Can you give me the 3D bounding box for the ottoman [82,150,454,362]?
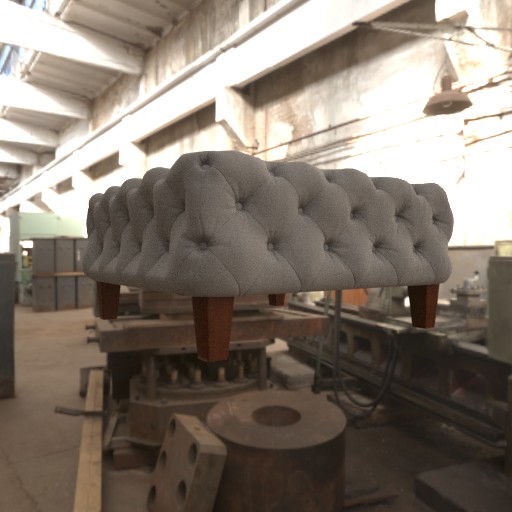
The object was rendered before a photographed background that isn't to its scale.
[{"bbox_3d":[0.000,0.000,1.451,0.911,0.439,0.917,0,0,-35],"label":"ottoman"}]
